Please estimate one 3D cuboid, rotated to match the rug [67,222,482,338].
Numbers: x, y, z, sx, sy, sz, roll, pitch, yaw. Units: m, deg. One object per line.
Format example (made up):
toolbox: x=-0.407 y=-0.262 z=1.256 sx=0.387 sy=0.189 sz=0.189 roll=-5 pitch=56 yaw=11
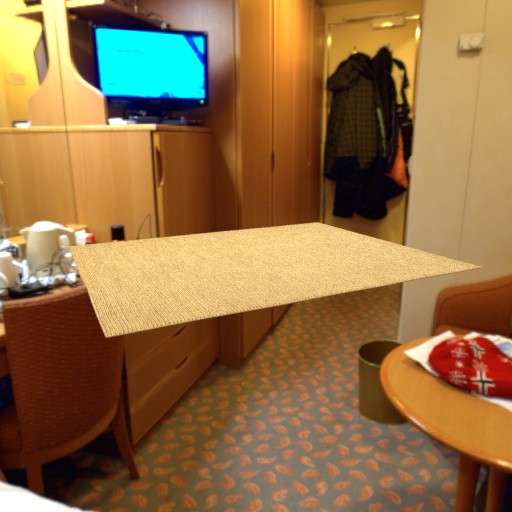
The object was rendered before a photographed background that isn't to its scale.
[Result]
rug: x=0.000 y=0.000 z=4.083 sx=3.034 sy=0.012 sz=2.406 roll=-7 pitch=16 yaw=-26
